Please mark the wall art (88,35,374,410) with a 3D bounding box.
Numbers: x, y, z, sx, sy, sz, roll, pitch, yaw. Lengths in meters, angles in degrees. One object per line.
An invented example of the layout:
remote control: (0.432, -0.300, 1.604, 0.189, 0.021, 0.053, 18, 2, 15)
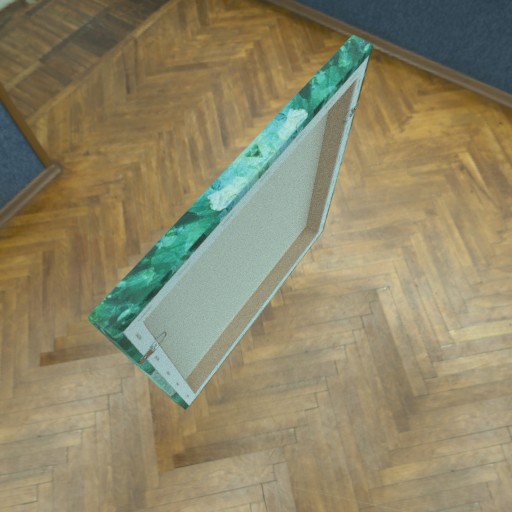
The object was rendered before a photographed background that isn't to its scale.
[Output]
wall art: (0.000, 0.000, 0.740, 0.038, 0.508, 0.507, 33, 68, 15)
